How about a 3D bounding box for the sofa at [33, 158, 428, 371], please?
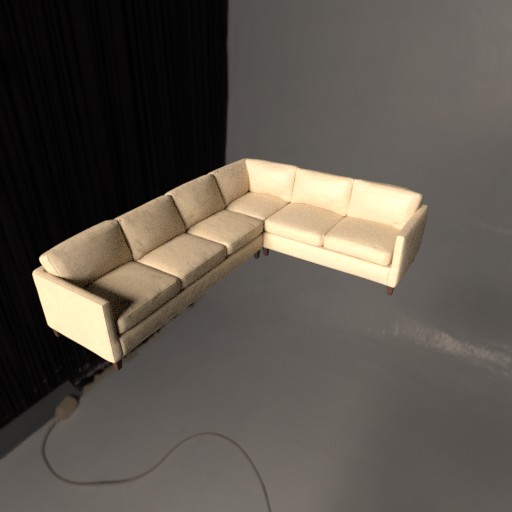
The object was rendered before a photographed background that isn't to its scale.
[{"bbox_3d":[0.000,0.000,4.522,2.593,0.947,3.302,18,35,28],"label":"sofa"}]
